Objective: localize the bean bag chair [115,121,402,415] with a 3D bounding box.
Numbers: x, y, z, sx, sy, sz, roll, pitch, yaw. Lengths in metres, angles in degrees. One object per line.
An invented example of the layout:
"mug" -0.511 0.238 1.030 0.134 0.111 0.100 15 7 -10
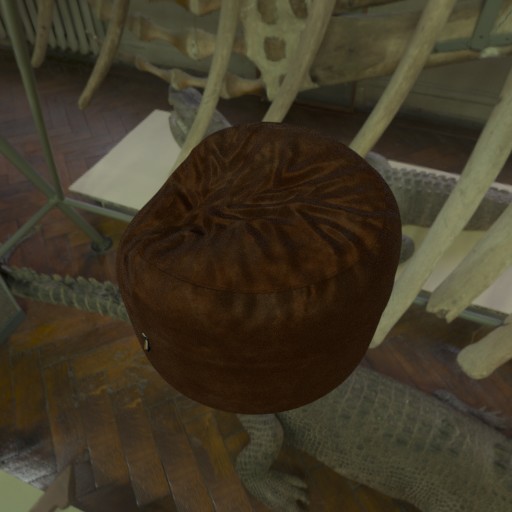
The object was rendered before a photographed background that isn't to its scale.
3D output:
"bean bag chair" 0.000 0.000 1.513 0.918 0.616 0.918 0 46 0
